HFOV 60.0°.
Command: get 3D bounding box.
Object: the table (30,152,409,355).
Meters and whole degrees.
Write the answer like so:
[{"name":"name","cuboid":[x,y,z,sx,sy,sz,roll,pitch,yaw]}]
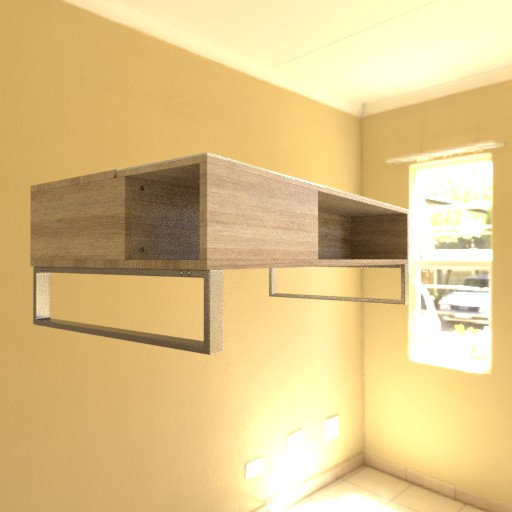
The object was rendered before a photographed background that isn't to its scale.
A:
[{"name":"table","cuboid":[0.000,0.000,1.379,0.600,0.350,1.100,0,0,36]}]
